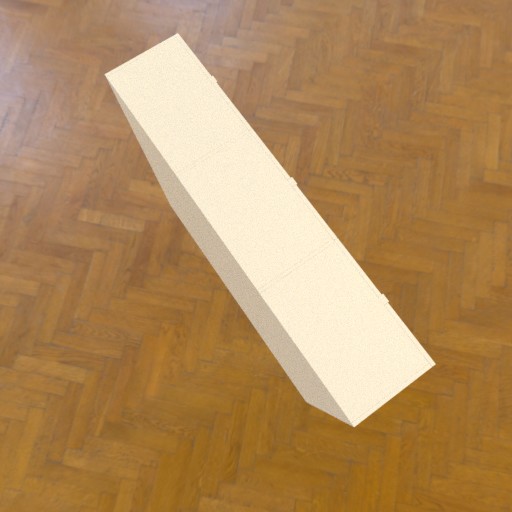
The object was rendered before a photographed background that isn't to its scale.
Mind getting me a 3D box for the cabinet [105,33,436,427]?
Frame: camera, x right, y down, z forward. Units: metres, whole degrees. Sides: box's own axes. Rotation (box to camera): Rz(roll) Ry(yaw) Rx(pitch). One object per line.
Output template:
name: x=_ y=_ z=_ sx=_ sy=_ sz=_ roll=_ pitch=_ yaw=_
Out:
cabinet: x=0.000 y=0.000 z=3.866 sx=0.590 sy=2.370 sz=2.700 roll=-34 pitch=78 yaw=-9
